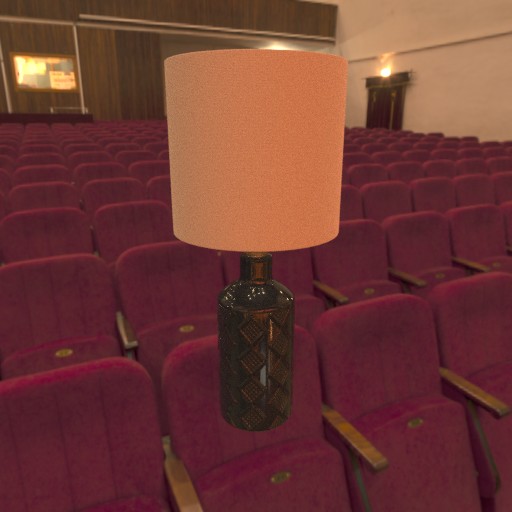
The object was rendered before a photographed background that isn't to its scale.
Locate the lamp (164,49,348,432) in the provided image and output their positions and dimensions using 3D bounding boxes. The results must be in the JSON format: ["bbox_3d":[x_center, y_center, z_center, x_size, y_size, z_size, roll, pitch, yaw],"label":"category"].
[{"bbox_3d":[0.000,0.000,0.574,0.207,0.461,0.207,-8,18,-24],"label":"lamp"}]
